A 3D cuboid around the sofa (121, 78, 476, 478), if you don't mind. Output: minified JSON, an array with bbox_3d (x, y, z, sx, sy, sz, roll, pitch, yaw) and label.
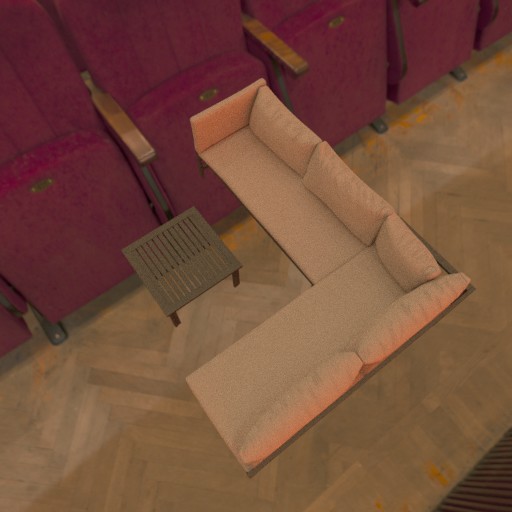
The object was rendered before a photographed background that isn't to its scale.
[{"bbox_3d":[0.000,0.000,2.974,1.658,0.758,2.096,-34,68,-16],"label":"sofa"}]
